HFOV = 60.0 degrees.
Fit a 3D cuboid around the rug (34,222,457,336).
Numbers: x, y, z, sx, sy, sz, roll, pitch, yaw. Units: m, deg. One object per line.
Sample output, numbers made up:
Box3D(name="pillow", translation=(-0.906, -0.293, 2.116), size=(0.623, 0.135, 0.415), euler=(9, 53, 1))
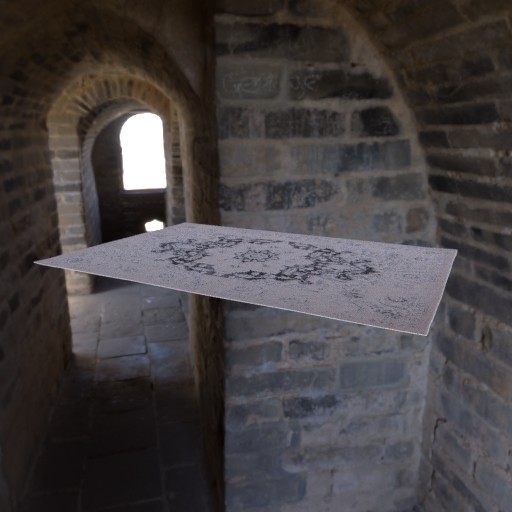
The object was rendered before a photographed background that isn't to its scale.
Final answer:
Box3D(name="rug", translation=(0.000, 0.000, 2.271), size=(1.813, 0.008, 1.223), euler=(8, 16, 27))
